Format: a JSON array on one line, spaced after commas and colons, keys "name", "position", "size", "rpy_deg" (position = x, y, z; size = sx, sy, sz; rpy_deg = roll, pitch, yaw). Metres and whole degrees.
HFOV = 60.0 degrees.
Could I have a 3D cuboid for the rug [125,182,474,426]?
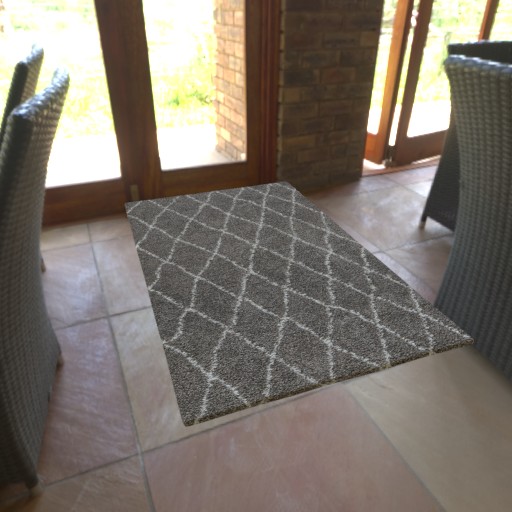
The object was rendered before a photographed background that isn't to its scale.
[{"name": "rug", "position": [0.000, 0.000, 3.051], "size": [1.524, 0.030, 2.438], "rpy_deg": [-10, 32, -17]}]
